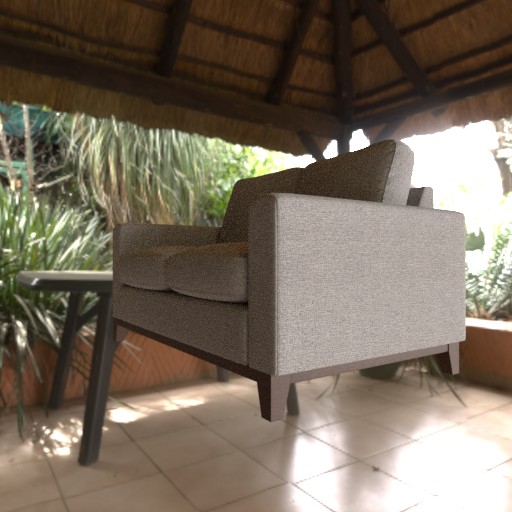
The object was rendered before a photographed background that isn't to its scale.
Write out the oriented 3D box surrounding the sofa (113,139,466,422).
[{"bbox_3d":[0.000,0.000,1.961,0.917,0.873,1.420,0,0,-34],"label":"sofa"}]
